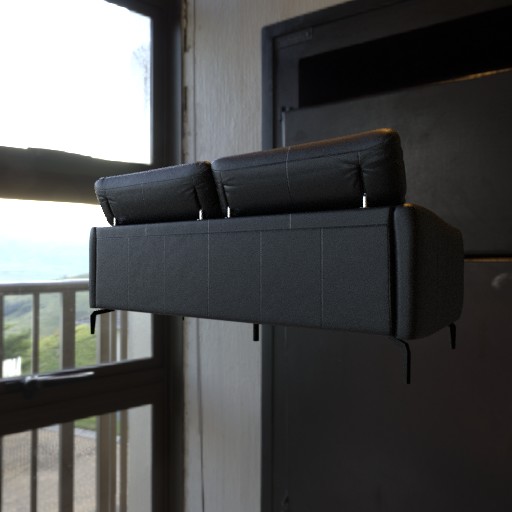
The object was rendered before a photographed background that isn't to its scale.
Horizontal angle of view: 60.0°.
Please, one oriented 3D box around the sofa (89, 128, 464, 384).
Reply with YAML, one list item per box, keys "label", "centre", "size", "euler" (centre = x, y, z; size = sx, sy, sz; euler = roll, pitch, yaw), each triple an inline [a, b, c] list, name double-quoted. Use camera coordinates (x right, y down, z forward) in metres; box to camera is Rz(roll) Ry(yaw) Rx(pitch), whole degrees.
- label: "sofa"
  centre: [0.000, 0.000, 2.500]
  size: [2.069, 0.957, 0.856]
  euler: [0, -1, 35]
